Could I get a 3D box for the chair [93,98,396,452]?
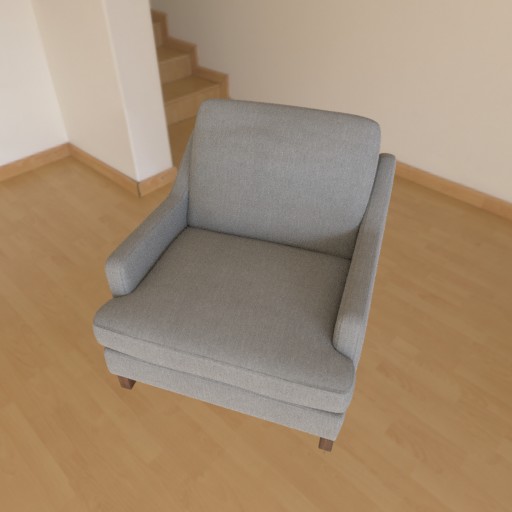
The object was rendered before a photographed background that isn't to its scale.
[{"bbox_3d":[0.000,0.000,1.560,0.826,0.821,0.892,12,42,14],"label":"chair"}]
